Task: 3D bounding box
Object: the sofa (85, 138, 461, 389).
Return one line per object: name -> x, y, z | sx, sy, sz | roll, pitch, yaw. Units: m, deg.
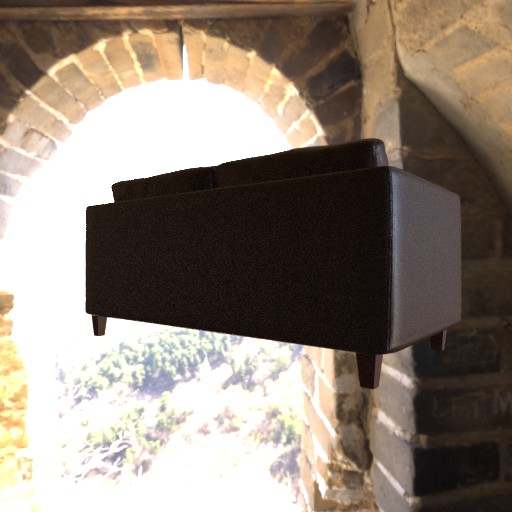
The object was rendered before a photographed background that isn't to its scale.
sofa -> 0.000, 0.000, 2.402 | 1.883, 0.933, 0.951 | 0, 0, 38
